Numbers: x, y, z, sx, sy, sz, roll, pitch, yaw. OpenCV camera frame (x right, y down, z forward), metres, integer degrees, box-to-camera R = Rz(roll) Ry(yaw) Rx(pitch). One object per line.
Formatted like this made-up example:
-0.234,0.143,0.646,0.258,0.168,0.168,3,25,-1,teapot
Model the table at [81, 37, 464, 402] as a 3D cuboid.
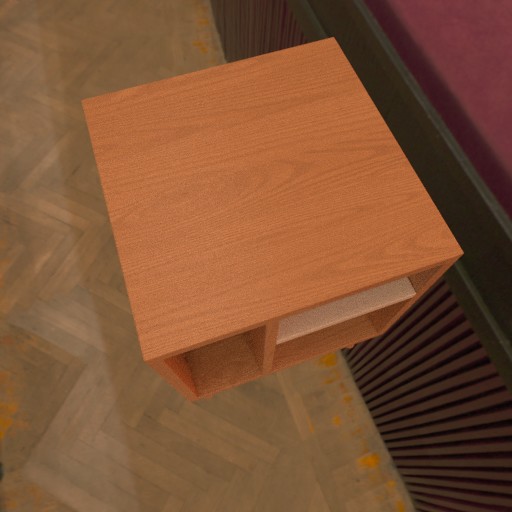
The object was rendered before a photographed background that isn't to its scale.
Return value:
0.000,0.000,0.843,0.400,0.550,0.400,-18,66,-8,table
